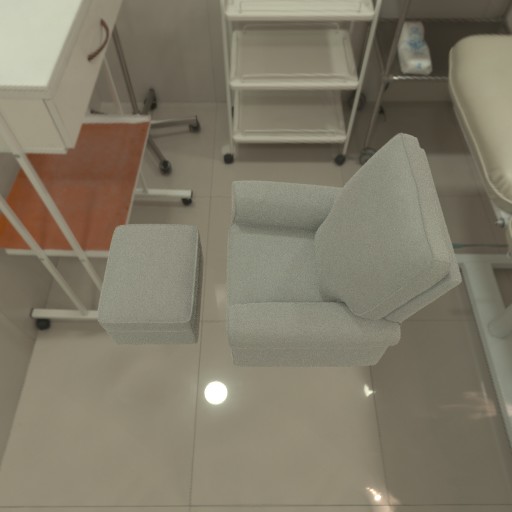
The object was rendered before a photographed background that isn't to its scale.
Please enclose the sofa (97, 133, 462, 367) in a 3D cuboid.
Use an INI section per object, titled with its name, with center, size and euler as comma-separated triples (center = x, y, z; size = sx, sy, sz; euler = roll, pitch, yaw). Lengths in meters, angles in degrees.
[sofa]
center = 0.000, 0.000, 2.057
size = 1.478, 0.959, 0.880
euler = 0, 58, 0
